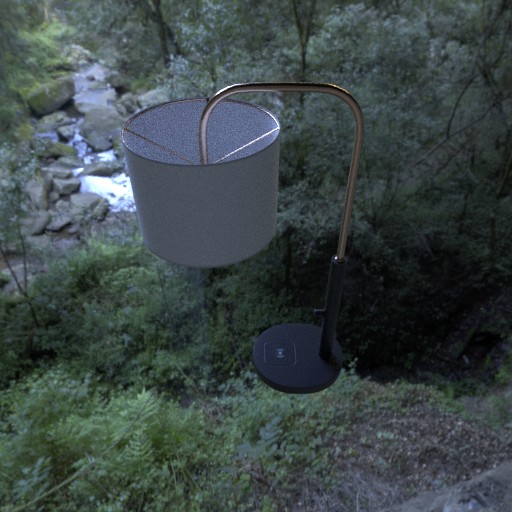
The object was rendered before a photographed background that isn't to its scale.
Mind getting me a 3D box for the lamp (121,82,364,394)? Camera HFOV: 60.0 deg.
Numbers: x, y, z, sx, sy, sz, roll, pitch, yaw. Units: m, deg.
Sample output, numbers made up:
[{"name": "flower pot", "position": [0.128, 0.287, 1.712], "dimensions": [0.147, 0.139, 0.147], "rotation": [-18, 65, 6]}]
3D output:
[{"name": "lamp", "position": [0.000, 0.000, 0.701], "dimensions": [0.337, 0.540, 0.199], "rotation": [0, 40, 0]}]
